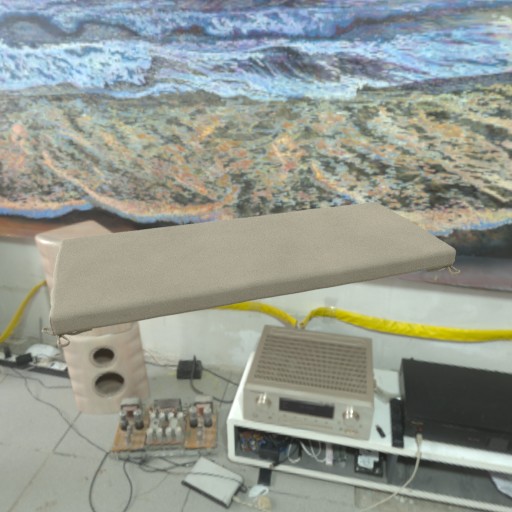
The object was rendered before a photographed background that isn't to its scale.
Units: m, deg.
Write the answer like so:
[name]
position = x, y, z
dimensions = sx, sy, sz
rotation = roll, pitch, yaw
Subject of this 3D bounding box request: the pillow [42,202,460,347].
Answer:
[pillow]
position = 0.000, 0.000, 1.360
dimensions = 1.187, 0.081, 0.492
rotation = -8, 28, -16
